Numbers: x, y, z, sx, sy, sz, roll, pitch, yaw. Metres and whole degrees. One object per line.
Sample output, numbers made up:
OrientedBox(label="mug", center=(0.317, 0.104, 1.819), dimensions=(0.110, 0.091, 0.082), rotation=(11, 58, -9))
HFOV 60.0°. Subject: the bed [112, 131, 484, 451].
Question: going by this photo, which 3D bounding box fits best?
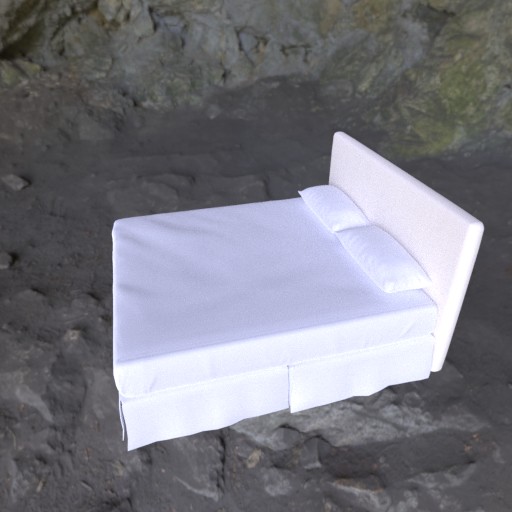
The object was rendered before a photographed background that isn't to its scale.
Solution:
OrientedBox(label="bed", center=(0.000, 0.000, 3.572), dimensions=(2.341, 1.317, 2.119), rotation=(-8, 33, -13))
